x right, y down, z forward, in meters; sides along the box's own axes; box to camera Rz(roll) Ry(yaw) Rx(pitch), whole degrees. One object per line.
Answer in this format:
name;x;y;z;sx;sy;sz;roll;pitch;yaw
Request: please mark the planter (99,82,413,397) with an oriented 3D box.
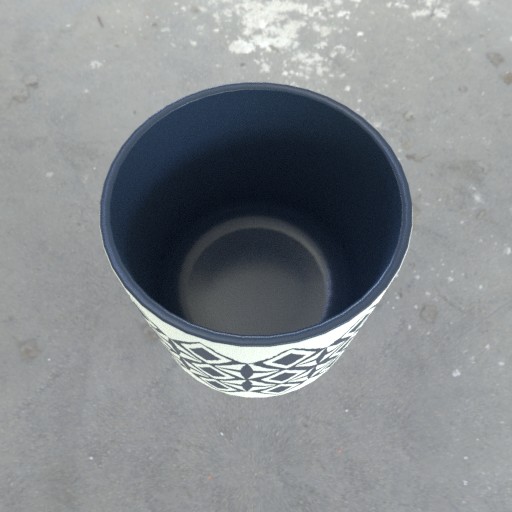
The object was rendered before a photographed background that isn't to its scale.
planter;0.000;0.000;0.407;0.224;0.203;0.224;0;64;0
